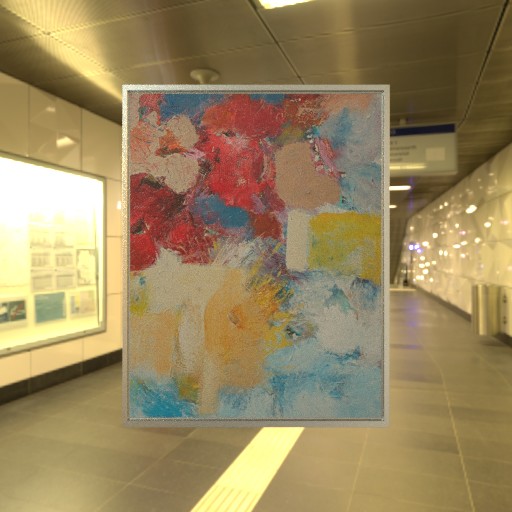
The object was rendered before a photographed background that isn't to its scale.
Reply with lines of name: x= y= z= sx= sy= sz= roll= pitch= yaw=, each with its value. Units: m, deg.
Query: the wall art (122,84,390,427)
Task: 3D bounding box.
wall art: x=0.000 y=0.000 z=0.749 sx=0.444 sy=0.569 sz=0.025 roll=0 pitch=0 yaw=0
